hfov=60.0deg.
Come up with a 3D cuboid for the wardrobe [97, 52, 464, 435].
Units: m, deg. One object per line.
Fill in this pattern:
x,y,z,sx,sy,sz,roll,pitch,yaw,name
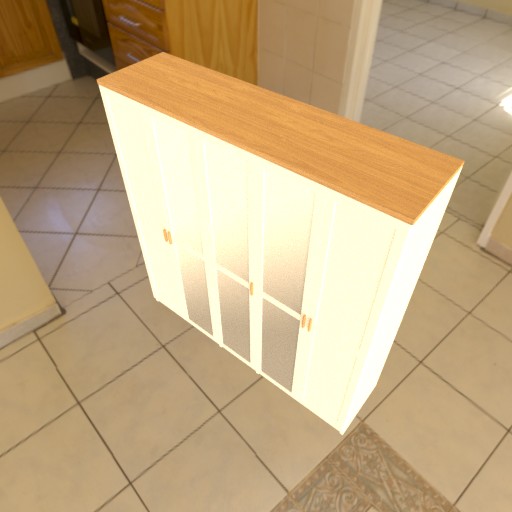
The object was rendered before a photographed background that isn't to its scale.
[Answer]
0.000,0.000,3.301,2.160,2.260,0.590,30,53,26,wardrobe
